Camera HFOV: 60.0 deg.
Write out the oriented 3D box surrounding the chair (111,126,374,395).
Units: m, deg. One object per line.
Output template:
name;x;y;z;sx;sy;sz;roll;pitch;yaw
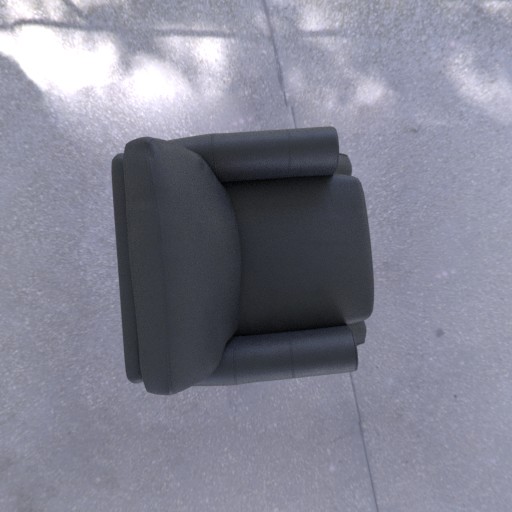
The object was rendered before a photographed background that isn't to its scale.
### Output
chair;0.000;0.000;1.829;1.027;0.960;1.015;0;89;-1
